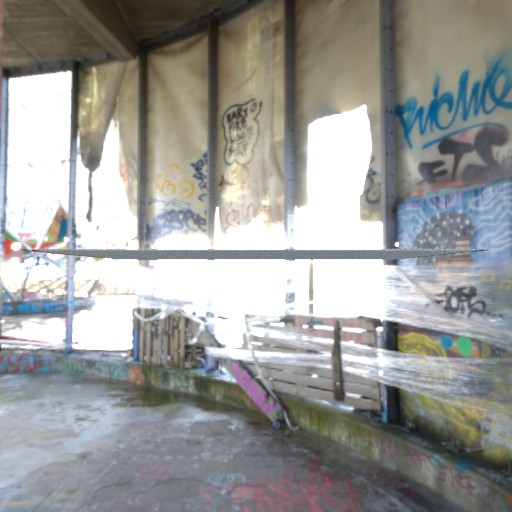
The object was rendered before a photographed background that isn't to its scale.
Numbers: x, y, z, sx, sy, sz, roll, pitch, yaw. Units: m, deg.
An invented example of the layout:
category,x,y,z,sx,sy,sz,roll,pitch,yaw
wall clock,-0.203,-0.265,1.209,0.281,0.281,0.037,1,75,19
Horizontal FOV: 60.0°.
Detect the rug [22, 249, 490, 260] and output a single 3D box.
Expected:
category,x,y,z,sx,sy,sz,roll,pitch,yaw
rug,0.000,0.000,2.309,1.802,0.008,1.247,0,-2,1
